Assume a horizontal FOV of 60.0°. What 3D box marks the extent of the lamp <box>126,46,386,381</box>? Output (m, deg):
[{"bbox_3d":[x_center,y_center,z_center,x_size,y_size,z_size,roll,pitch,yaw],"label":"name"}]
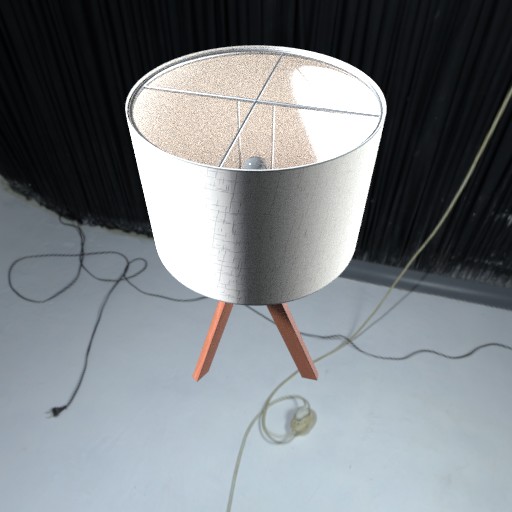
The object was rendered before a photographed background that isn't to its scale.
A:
[{"bbox_3d":[0.000,0.000,0.904,0.380,0.686,0.380,11,47,10],"label":"lamp"}]
